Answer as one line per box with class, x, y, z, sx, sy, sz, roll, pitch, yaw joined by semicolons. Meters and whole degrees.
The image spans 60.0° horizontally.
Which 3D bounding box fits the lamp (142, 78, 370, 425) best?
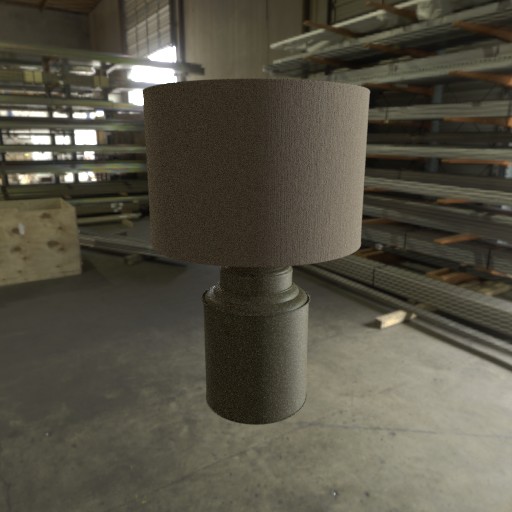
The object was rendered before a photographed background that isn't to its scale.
lamp;0.000;0.000;0.696;0.318;0.486;0.318;0;14;0
